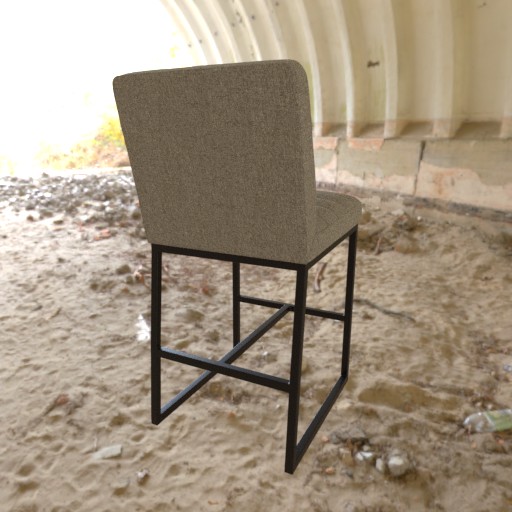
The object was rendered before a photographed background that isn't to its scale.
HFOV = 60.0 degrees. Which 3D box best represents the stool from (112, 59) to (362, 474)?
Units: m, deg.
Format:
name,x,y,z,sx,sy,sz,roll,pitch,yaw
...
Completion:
name,x,y,z,sx,sy,sz,roll,pitch,yaw
stool,0.000,0.000,1.251,0.460,0.940,0.560,8,17,26
